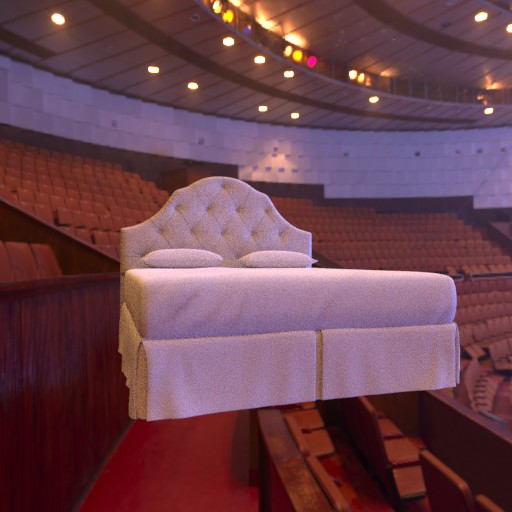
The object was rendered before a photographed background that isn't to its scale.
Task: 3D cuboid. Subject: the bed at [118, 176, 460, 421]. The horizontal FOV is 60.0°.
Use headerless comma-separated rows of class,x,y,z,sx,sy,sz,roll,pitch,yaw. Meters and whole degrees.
bed,0.000,0.000,3.437,2.008,1.615,2.214,0,-1,-18
